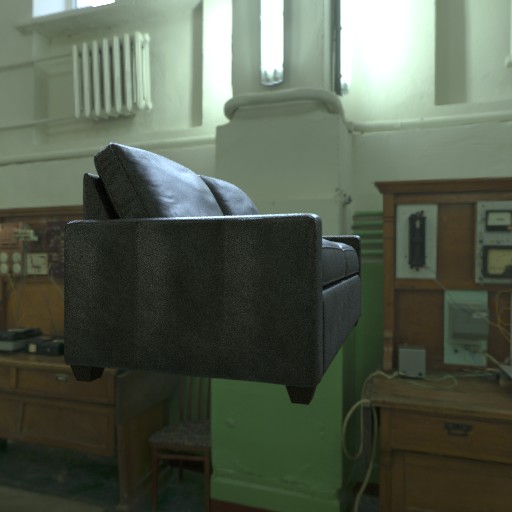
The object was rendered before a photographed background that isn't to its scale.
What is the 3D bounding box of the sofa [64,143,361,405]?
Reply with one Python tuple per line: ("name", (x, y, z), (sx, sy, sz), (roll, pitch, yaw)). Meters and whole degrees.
("sofa", (0.000, 0.000, 2.282), (0.939, 0.916, 1.732), (0, 0, 18))
